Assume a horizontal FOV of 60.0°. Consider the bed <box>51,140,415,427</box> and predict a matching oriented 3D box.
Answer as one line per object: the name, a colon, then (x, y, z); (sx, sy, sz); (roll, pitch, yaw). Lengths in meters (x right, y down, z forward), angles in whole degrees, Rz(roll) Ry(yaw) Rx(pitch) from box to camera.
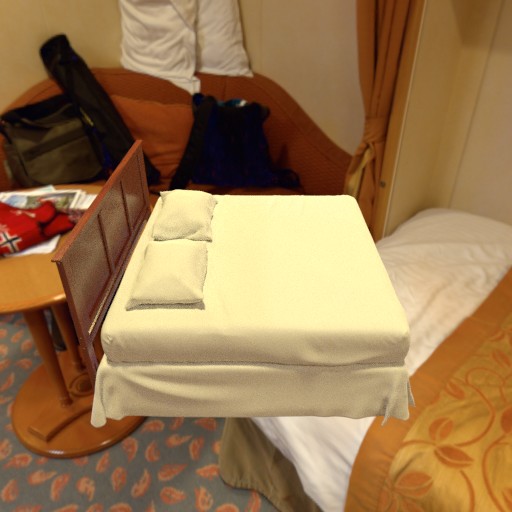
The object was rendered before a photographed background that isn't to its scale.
bed: (0.000, 0.000, 3.586); (2.219, 1.271, 2.314); (0, 33, 0)
